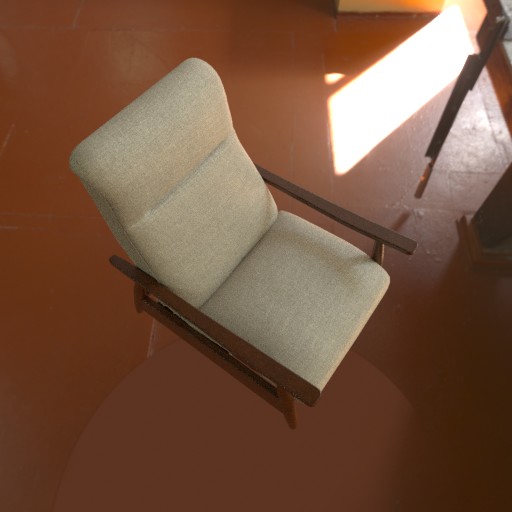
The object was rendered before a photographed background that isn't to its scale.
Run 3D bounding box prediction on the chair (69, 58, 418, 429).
[{"bbox_3d":[0.000,0.000,1.783,1.014,1.082,0.762,32,65,17],"label":"chair"}]
